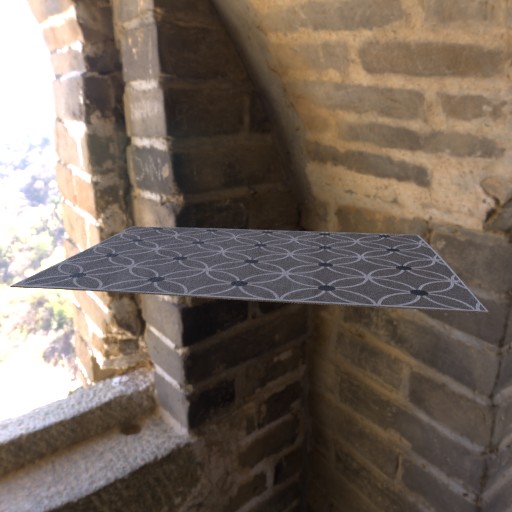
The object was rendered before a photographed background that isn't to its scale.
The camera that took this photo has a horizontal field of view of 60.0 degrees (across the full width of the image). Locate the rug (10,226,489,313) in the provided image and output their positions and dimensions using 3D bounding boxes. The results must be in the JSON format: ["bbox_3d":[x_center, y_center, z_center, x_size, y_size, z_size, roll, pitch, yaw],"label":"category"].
[{"bbox_3d":[0.000,0.000,2.792,2.284,0.008,1.522,2,16,8],"label":"rug"}]
